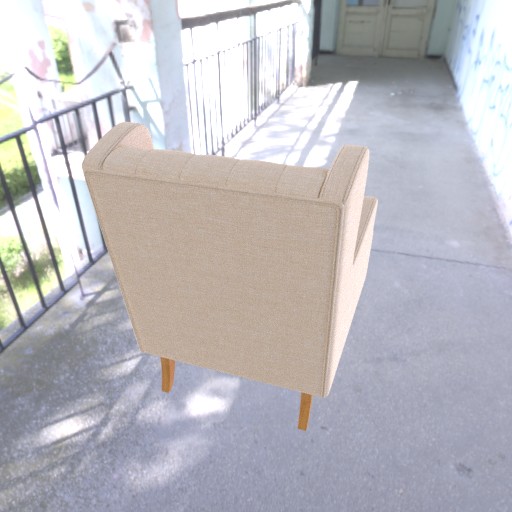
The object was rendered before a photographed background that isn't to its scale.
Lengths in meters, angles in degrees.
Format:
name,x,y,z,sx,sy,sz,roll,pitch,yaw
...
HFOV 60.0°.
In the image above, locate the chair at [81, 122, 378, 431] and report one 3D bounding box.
name,x,y,z,sx,sy,sz,roll,pitch,yaw
chair,0.000,0.000,1.477,0.710,0.930,0.760,10,34,15
